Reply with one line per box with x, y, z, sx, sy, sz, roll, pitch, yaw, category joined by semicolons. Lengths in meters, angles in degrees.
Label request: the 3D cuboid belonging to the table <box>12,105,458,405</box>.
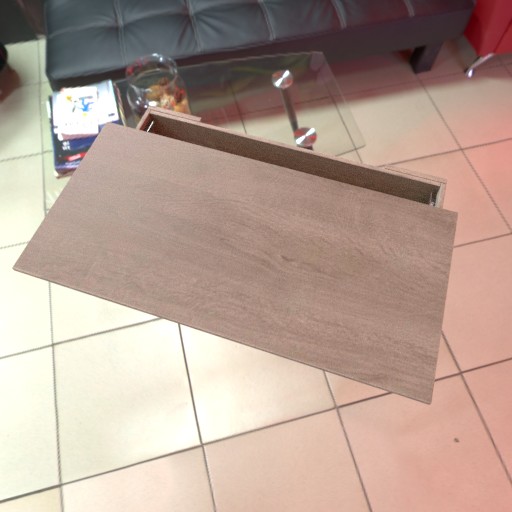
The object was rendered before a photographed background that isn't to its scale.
0.000;0.000;1.399;1.000;0.570;0.711;16;64;8;table
